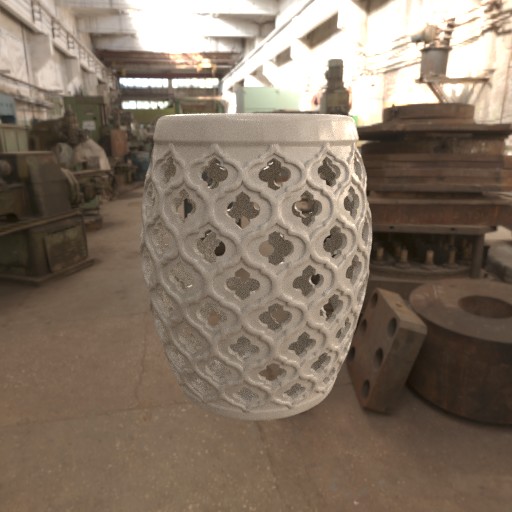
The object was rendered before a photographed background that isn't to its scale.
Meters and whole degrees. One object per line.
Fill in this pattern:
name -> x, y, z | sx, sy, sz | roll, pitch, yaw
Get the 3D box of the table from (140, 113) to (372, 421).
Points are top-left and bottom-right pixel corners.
table -> 0.000, 0.000, 0.647 | 0.325, 0.388, 0.325 | 0, 16, 0
